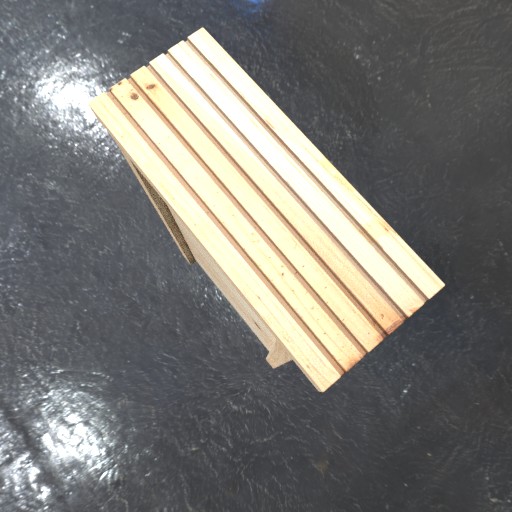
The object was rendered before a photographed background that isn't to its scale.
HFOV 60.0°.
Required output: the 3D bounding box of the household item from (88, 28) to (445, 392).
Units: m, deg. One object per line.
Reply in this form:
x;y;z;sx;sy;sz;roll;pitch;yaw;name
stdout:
0.000;0.000;0.549;0.123;0.407;0.301;-38;78;-10;household item
